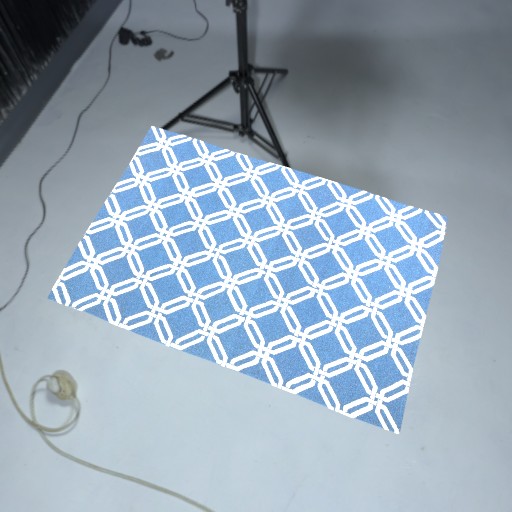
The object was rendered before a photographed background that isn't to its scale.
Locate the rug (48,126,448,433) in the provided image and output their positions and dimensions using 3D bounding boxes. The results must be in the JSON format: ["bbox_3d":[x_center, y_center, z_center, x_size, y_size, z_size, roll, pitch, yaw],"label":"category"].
[{"bbox_3d":[0.000,0.000,2.249,1.755,0.010,1.153,19,67,9],"label":"rug"}]
